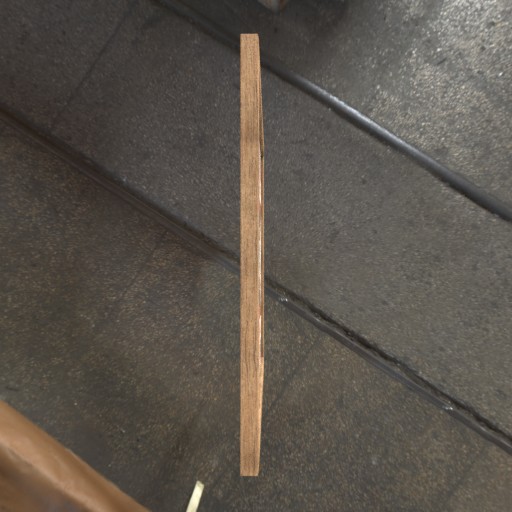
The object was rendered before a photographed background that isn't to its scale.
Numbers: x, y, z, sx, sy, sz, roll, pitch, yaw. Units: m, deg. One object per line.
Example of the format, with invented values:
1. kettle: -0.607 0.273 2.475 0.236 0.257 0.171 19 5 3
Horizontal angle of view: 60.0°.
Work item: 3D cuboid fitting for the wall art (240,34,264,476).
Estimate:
1. wall art: 0.000 0.000 1.042 0.029 0.691 0.695 0 89 2
